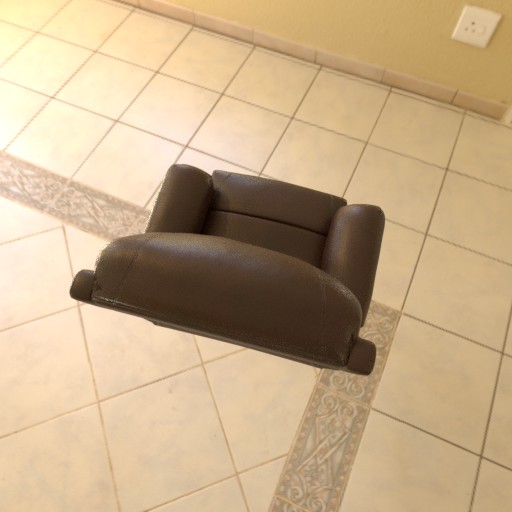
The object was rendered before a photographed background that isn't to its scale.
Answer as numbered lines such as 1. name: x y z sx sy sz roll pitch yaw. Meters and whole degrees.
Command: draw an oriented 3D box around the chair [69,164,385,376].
1. chair: 0.000 0.000 1.738 0.930 1.011 0.899 13 64 7
